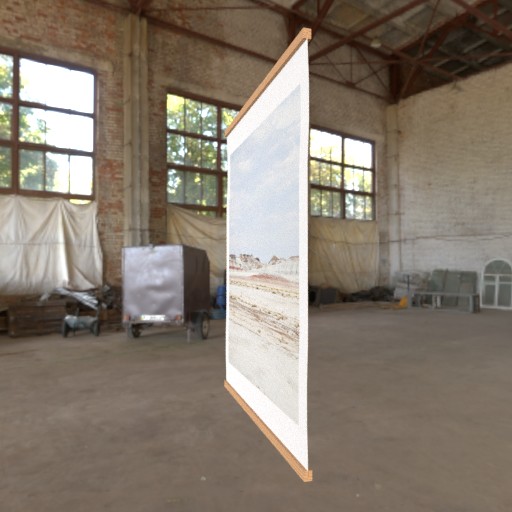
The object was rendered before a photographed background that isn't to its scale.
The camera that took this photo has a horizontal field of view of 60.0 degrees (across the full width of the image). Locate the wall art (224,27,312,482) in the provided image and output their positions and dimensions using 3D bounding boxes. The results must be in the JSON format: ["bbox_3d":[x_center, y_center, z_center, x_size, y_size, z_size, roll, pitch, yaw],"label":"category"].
[{"bbox_3d":[0.000,0.000,0.689,0.010,0.507,0.404,0,-1,-17],"label":"wall art"}]
